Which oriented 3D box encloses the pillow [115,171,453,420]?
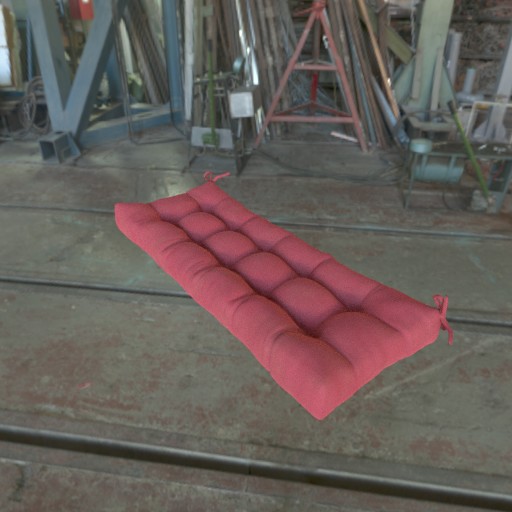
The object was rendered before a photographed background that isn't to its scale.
[{"bbox_3d":[0.000,0.000,1.415,0.511,0.174,1.194,-21,37,-31],"label":"pillow"}]
